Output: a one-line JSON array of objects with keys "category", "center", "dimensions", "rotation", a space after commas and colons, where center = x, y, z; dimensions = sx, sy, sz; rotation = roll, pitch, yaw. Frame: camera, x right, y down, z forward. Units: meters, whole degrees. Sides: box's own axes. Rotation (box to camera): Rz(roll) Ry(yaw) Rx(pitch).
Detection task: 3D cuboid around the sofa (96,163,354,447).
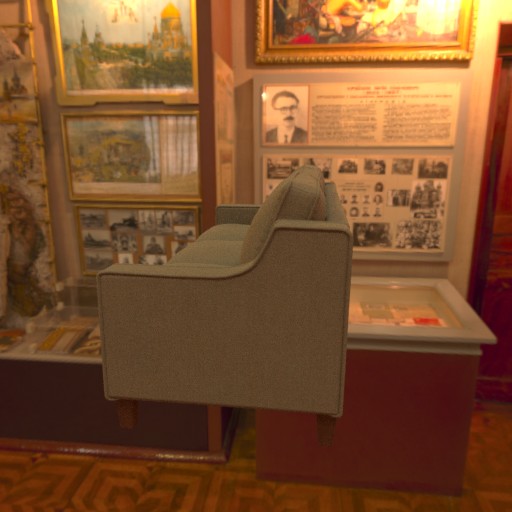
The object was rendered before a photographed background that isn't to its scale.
[{"category": "sofa", "center": [0.000, 0.000, 2.503], "dimensions": [0.911, 0.974, 1.986], "rotation": [2, 14, 8]}]
